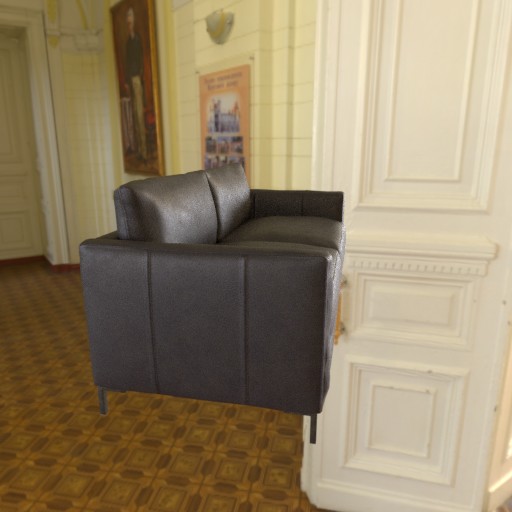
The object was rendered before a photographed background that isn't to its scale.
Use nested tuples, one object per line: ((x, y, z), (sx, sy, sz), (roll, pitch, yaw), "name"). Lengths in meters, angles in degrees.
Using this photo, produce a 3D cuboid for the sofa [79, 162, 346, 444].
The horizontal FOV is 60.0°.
((0.000, 0.000, 2.311), (0.947, 0.883, 1.805), (3, 15, 10), "sofa")
